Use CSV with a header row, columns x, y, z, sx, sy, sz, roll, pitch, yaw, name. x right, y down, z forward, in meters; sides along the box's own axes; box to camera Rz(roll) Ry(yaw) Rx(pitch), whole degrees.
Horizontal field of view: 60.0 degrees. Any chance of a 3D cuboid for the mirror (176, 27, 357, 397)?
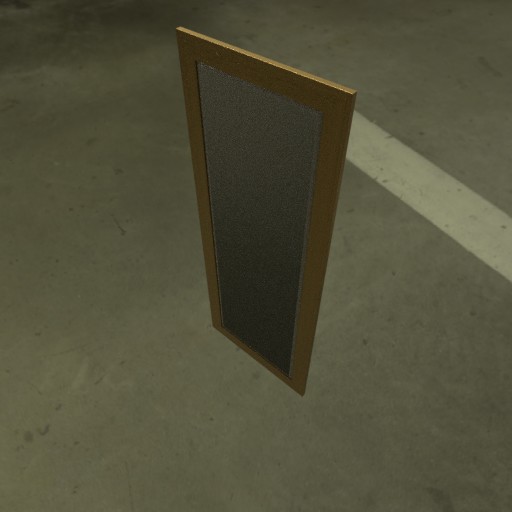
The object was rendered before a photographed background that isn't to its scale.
x,y,z,sx,sy,sz,roll,pitch,yaw,name
0.000,0.000,2.287,0.812,2.031,0.025,33,55,27,mirror
